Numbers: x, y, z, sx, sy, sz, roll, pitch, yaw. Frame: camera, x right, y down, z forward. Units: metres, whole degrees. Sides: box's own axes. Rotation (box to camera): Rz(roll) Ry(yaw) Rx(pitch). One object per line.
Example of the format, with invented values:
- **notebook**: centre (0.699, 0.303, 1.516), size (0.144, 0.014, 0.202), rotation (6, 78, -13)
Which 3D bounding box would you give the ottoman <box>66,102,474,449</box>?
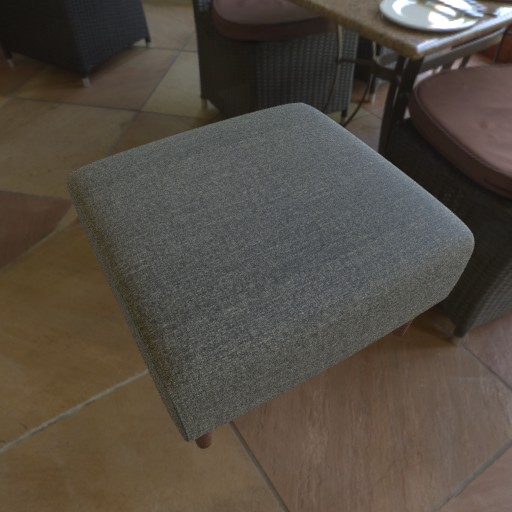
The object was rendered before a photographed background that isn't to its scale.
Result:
- **ottoman**: centre (0.000, 0.000, 1.046), size (0.655, 0.399, 0.648), rotation (-23, 52, -20)
